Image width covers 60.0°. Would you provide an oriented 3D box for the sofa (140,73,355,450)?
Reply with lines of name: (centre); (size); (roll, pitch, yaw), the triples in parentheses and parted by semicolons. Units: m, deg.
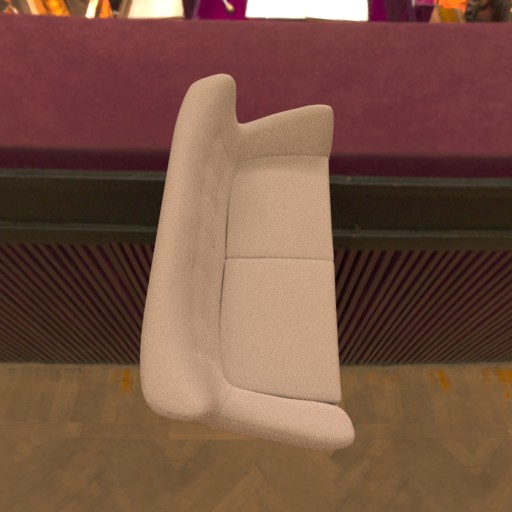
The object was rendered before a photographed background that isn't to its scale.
sofa: (0.000, 0.000, 2.398); (0.899, 0.890, 1.930); (2, 62, 1)
